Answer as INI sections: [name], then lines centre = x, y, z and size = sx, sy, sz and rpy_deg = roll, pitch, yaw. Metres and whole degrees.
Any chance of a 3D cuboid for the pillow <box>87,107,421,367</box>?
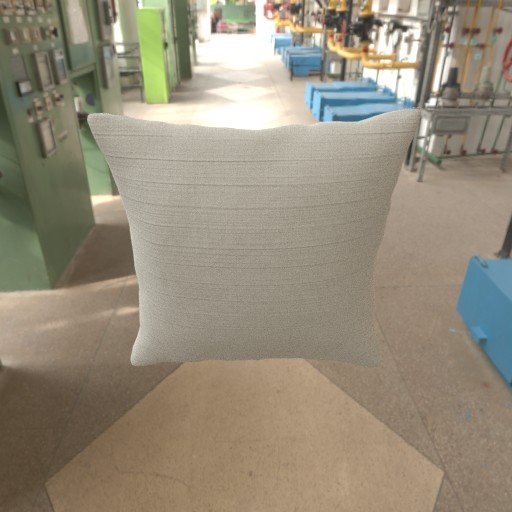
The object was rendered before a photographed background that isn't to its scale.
[pillow]
centre = 0.000, 0.000, 0.726
size = 0.470, 0.464, 0.175
rpy_deg = -1, 29, -1
